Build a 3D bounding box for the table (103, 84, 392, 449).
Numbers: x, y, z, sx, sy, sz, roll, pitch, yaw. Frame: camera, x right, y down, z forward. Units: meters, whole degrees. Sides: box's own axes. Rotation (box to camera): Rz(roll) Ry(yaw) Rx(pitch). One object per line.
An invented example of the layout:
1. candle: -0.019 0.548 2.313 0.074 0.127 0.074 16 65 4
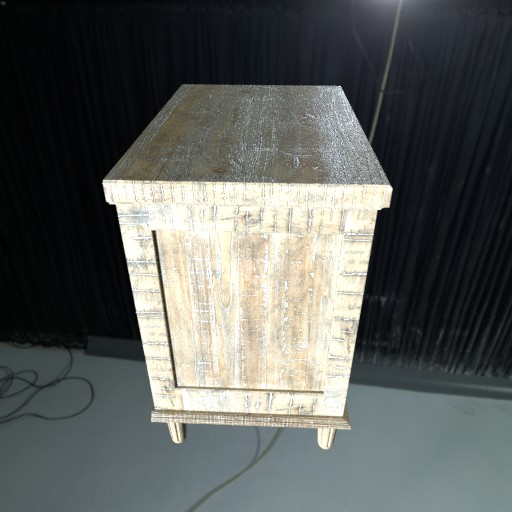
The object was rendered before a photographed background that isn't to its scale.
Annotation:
1. table: 0.000 0.000 1.160 0.457 0.711 0.686 1 33 2
